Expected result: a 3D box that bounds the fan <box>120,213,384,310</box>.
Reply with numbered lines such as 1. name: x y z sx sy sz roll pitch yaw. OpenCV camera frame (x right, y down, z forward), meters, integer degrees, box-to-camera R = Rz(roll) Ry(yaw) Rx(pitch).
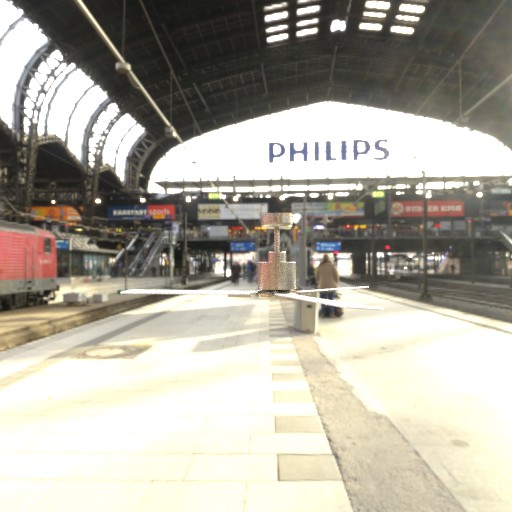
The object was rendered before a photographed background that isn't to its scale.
1. fan: 0.000 0.000 2.304 1.531 0.446 1.561 0 -1 -1
